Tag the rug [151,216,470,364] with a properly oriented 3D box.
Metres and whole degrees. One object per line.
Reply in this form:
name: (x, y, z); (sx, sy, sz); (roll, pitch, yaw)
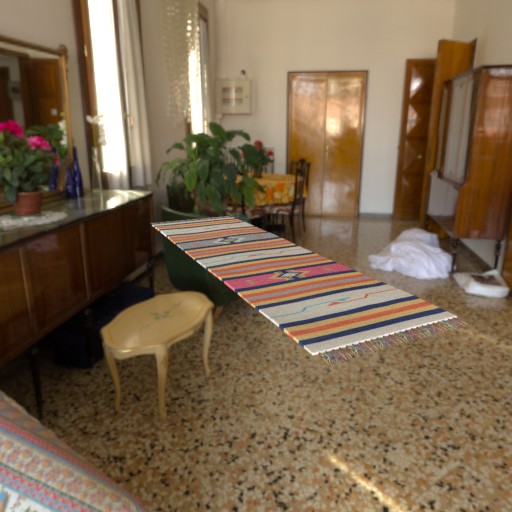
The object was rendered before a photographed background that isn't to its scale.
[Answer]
rug: (0.000, 0.000, 2.637); (0.695, 0.017, 2.455); (-8, 18, -25)
